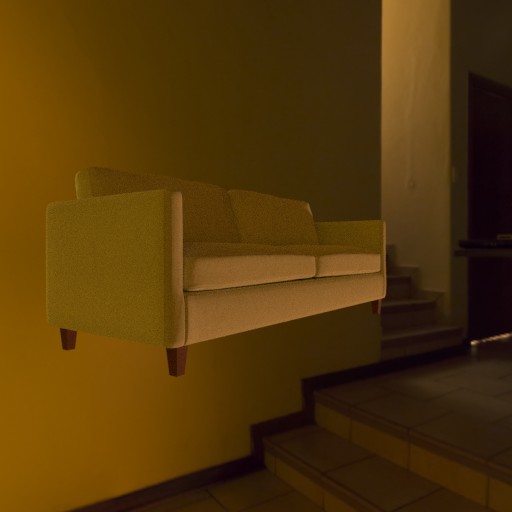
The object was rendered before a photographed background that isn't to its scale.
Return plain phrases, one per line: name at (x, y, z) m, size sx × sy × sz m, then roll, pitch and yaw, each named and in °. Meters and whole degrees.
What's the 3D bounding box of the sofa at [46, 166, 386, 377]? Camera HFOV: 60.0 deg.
sofa at (0.000, 0.000, 2.974) m, size 0.948 × 0.965 × 2.434 m, roll 1°, pitch 1°, yaw 36°
